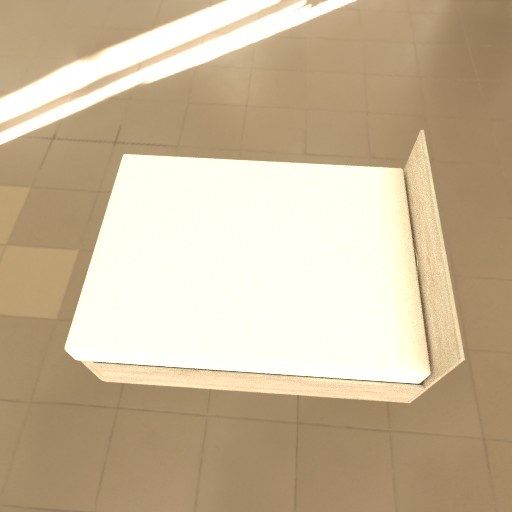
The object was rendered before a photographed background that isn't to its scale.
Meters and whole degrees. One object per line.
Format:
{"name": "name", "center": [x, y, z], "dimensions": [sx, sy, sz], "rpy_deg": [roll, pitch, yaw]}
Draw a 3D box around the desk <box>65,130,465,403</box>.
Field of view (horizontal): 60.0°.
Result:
{"name": "desk", "center": [0.000, 0.000, 2.645], "dimensions": [1.900, 0.800, 1.400], "rpy_deg": [3, 59, 2]}
